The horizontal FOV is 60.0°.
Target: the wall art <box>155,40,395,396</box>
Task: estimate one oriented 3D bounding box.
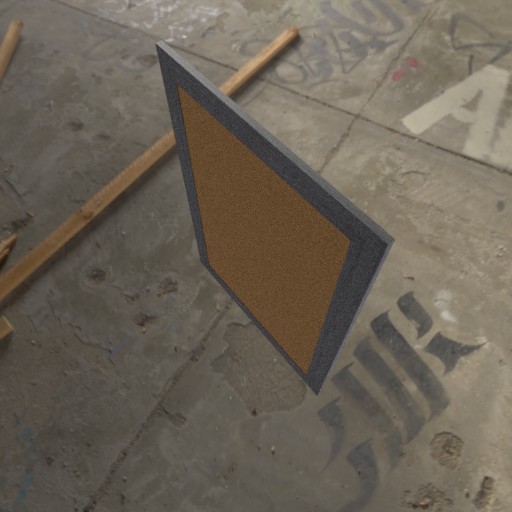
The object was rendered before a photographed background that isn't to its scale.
[{"bbox_3d":[0.000,0.000,1.404,0.020,1.070,0.768,-35,65,-19],"label":"wall art"}]
